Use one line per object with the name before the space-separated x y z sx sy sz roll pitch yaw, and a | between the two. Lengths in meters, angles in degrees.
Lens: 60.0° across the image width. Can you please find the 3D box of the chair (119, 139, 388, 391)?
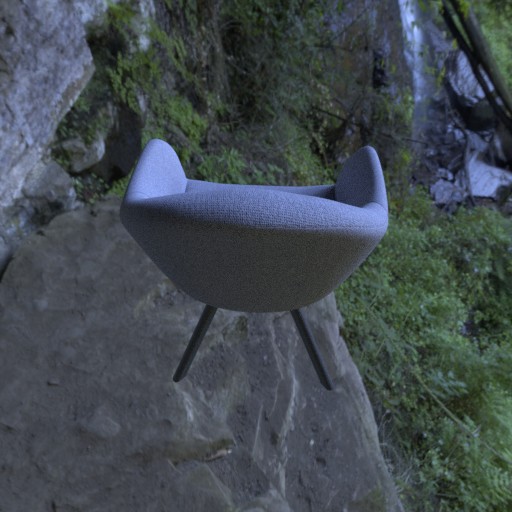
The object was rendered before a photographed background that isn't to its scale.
chair | 0.000 0.000 1.165 0.590 0.795 0.550 2 49 2
